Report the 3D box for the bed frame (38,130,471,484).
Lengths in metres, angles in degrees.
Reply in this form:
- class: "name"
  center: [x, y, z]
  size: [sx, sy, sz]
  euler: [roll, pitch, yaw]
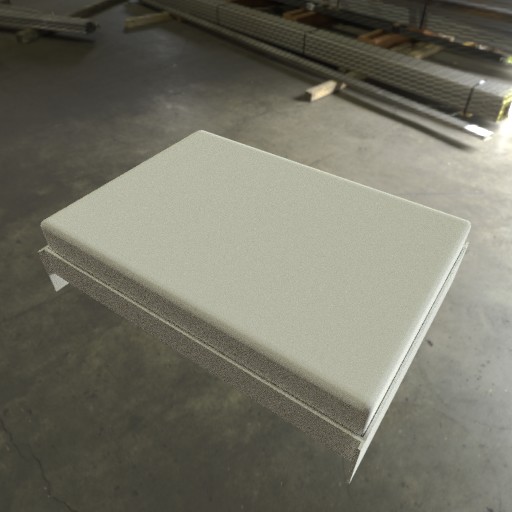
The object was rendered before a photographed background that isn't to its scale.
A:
- class: "bed frame"
  center: [0.000, 0.000, 2.534]
  size: [1.945, 0.497, 1.445]
  euler: [25, 48, 25]
